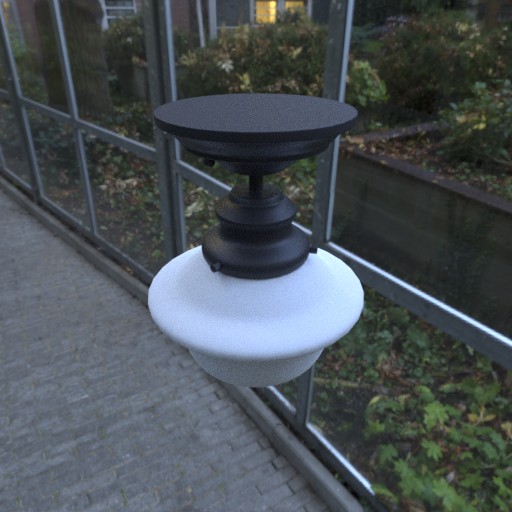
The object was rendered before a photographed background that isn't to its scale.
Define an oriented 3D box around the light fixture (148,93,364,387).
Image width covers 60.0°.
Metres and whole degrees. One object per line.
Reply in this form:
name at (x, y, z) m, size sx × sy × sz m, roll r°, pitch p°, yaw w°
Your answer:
light fixture at (0.000, 0.000, 0.397) m, size 0.197 × 0.254 × 0.197 m, roll 0°, pitch 29°, yaw 0°
